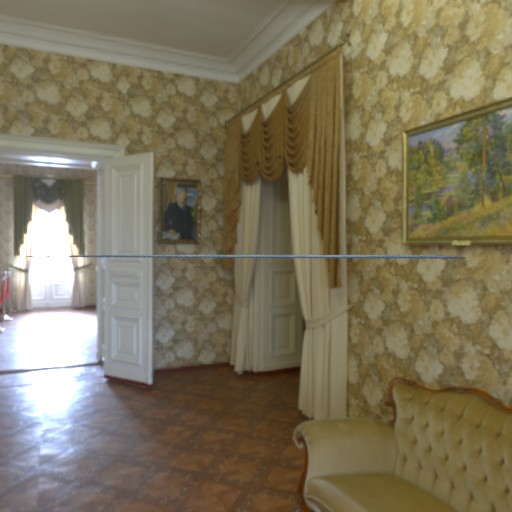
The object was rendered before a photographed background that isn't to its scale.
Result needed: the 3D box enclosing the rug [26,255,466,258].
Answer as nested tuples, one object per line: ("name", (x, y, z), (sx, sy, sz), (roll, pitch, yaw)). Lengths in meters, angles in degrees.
("rug", (0.000, 0.000, 3.021), (2.440, 0.007, 1.525), (0, 0, 19))
